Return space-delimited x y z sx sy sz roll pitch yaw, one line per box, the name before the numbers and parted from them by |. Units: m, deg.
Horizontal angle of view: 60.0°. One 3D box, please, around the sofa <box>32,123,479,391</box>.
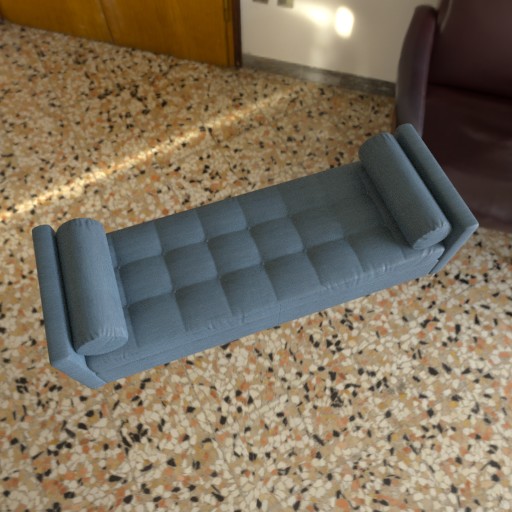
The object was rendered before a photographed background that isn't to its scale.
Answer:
sofa | 0.000 0.000 2.323 1.981 0.635 0.686 -17 64 -9
